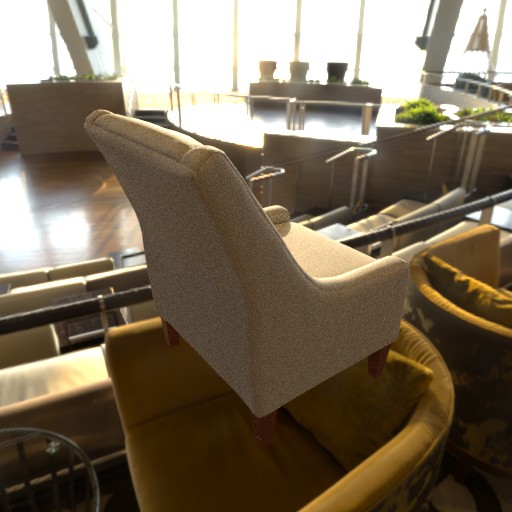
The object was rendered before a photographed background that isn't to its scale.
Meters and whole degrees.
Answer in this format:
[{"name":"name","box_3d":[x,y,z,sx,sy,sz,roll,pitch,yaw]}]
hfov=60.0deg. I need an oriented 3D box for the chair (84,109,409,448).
[{"name":"chair","box_3d":[0.000,0.000,1.626,0.870,1.014,0.774,-18,32,-32]}]
